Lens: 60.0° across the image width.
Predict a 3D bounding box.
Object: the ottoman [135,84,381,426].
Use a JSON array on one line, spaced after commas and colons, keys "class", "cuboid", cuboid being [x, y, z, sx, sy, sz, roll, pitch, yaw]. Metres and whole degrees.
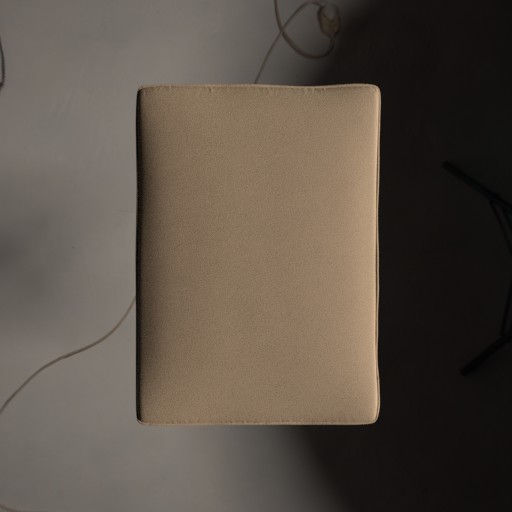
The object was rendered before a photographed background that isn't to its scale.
[{"class": "ottoman", "cuboid": [0.000, 0.000, 1.355, 0.721, 0.482, 0.959, 0, 90, -1]}]
